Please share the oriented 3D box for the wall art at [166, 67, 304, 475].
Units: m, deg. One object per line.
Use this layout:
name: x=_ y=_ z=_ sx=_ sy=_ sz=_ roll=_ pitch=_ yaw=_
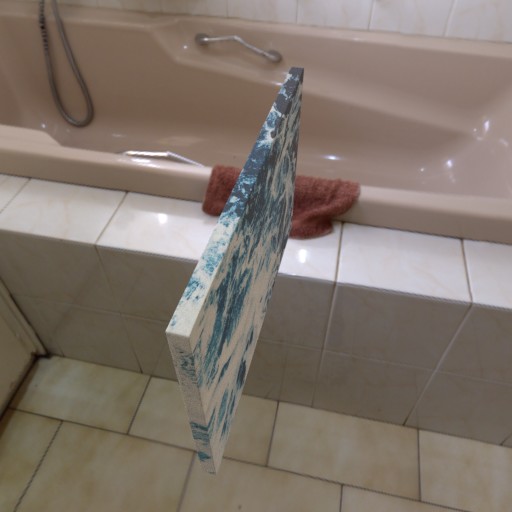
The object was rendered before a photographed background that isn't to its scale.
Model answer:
wall art: x=0.000 y=0.000 z=1.161 sx=0.042 sy=0.610 sz=0.915 roll=11 pitch=48 yaw=10
